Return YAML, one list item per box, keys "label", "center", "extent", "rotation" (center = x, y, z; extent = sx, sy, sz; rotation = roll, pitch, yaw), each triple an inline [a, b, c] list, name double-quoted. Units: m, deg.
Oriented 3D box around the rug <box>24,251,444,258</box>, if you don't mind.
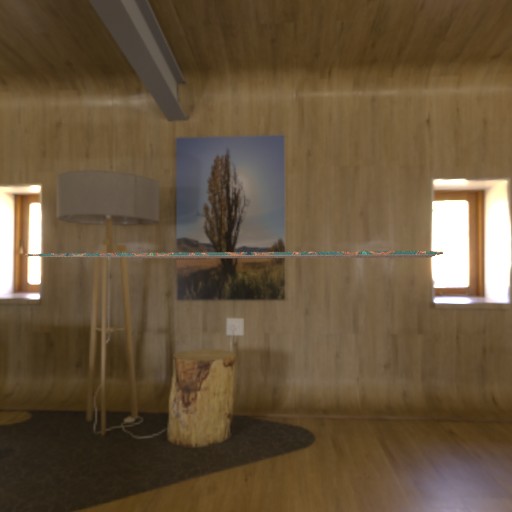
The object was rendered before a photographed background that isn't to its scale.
- label: "rug"
  center: [0.000, 0.000, 4.264]
  extent: [3.204, 0.025, 2.434]
  rotation: [0, -1, 20]
